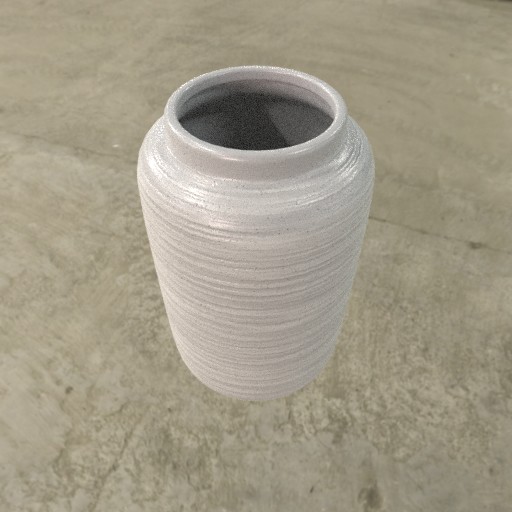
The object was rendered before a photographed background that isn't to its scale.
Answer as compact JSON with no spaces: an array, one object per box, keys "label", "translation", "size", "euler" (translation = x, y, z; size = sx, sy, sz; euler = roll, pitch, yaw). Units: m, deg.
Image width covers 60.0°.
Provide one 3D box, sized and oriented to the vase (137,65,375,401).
[{"label":"vase","translation":[0.000,0.000,0.457],"size":[0.202,0.335,0.202],"euler":[0,47,0]}]
